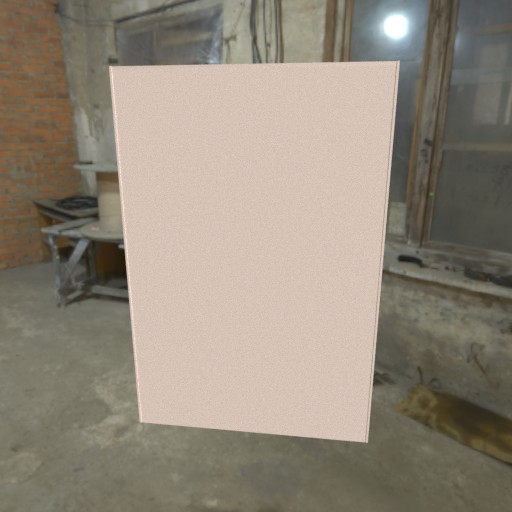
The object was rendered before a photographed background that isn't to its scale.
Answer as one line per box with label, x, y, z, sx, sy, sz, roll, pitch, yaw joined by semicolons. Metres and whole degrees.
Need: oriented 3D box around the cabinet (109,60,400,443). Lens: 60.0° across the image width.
cabinet;0.000;0.000;2.458;1.290;1.910;0.510;2;16;7
